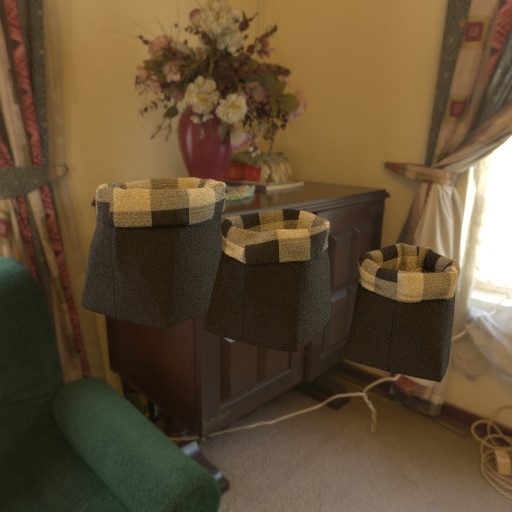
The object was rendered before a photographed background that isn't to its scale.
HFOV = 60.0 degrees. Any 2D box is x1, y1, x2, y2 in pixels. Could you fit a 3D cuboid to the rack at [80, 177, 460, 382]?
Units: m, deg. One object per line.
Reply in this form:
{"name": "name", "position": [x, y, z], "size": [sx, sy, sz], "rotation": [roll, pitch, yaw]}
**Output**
{"name": "rack", "position": [0.000, 0.000, 1.058], "size": [0.889, 0.329, 0.370], "rotation": [8, 17, 27]}
